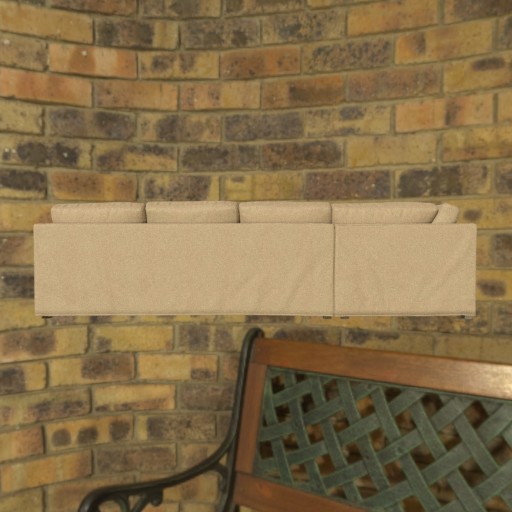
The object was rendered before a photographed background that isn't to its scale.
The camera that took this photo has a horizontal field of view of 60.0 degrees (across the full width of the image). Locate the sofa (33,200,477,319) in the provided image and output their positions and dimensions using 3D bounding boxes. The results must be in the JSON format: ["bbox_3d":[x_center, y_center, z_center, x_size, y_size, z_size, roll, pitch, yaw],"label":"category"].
[{"bbox_3d":[0.000,0.000,4.358,3.182,0.871,2.432,0,1,1],"label":"sofa"}]
